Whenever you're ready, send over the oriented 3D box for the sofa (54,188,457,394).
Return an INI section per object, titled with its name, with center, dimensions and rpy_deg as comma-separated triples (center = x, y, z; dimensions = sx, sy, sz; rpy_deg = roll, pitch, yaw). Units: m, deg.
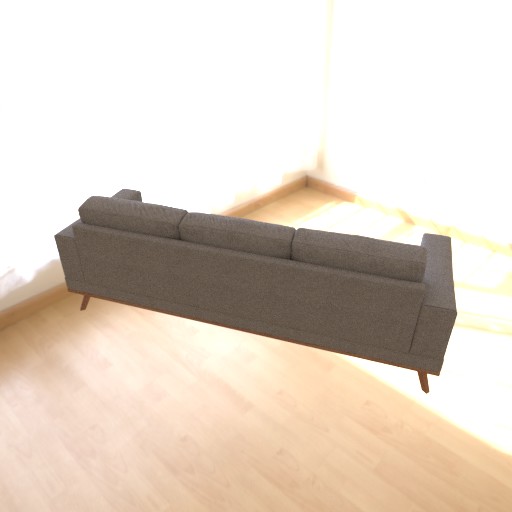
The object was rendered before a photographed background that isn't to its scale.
[sofa]
center = 0.000, 0.000, 2.827
dimensions = 2.310, 0.810, 0.920
rpy_deg = 10, 34, 16
